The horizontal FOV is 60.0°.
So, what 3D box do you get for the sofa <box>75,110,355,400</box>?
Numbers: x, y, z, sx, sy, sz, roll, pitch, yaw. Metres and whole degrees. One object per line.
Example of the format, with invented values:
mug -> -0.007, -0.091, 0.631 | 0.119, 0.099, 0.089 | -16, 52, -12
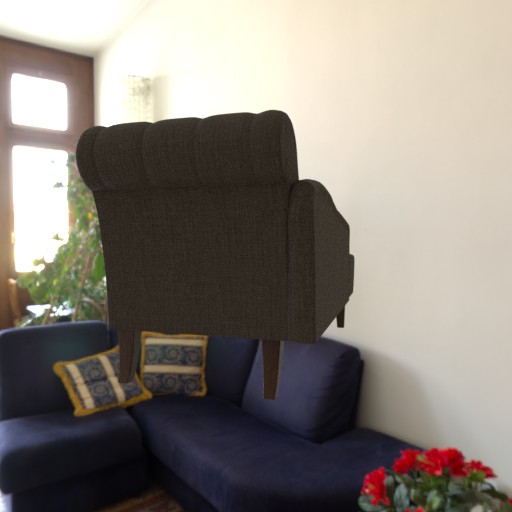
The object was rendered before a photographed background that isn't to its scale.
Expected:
sofa -> 0.000, 0.000, 1.785 | 0.675, 0.787, 1.379 | 1, 2, 17
